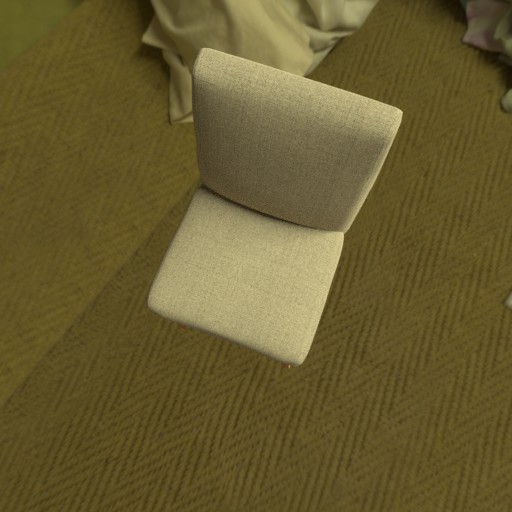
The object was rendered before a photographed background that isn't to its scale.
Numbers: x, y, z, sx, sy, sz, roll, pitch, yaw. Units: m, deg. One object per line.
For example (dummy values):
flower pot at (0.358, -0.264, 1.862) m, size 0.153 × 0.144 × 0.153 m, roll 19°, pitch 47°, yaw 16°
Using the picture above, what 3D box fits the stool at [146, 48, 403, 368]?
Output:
stool at (0.000, 0.000, 1.295) m, size 0.459 × 1.010 × 0.526 m, roll 20°, pitch 76°, yaw 5°
